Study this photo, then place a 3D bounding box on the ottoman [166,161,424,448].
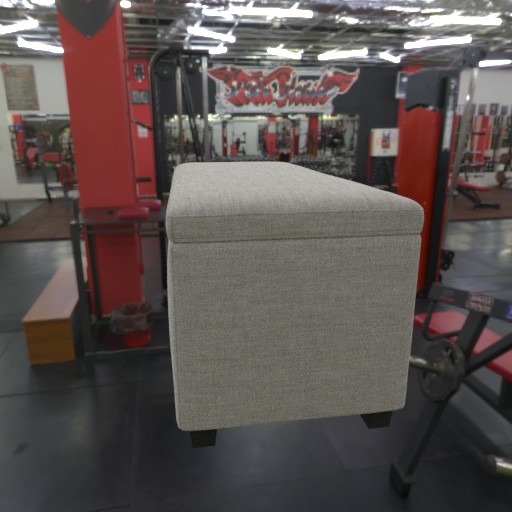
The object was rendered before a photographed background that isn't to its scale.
[{"bbox_3d":[0.000,0.000,1.123,0.419,0.432,0.902,-2,16,-9],"label":"ottoman"}]
